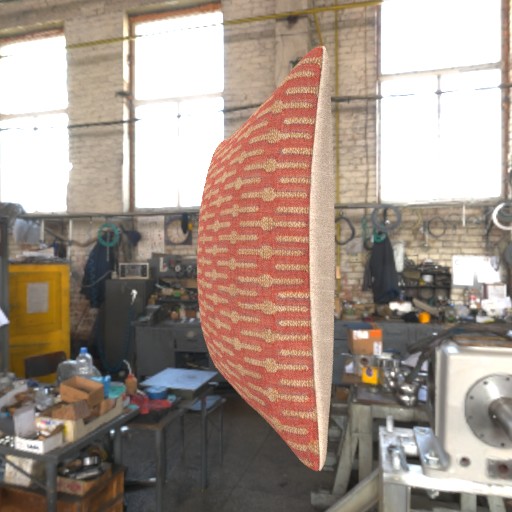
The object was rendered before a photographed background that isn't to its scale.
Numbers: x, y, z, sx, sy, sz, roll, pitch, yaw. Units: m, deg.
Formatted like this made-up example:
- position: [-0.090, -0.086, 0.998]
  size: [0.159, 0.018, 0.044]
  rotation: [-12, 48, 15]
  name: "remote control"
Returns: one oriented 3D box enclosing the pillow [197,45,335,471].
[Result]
- position: [0.000, 0.000, 0.759]
  size: [0.182, 0.503, 0.511]
  rotation: [0, 0, -18]
  name: "pillow"
